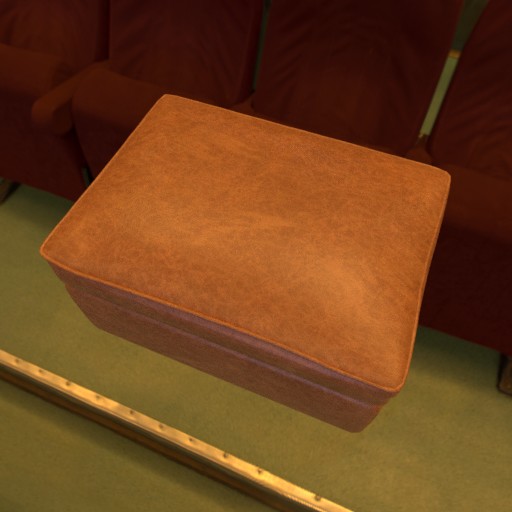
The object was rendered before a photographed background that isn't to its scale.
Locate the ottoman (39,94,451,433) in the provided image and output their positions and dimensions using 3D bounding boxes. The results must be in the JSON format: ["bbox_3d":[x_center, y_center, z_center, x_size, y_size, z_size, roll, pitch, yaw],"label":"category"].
[{"bbox_3d":[0.000,0.000,1.093,0.756,0.468,0.554,19,59,12],"label":"ottoman"}]
